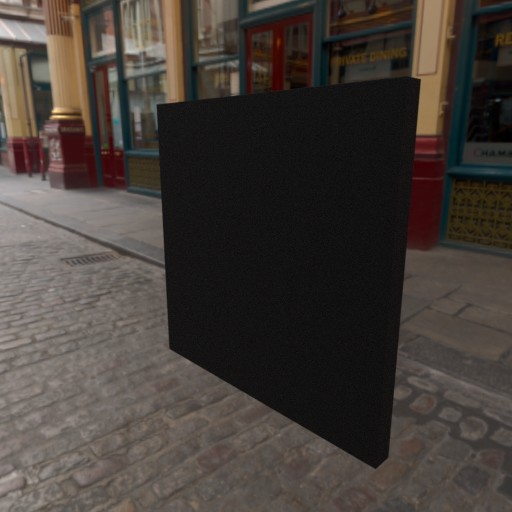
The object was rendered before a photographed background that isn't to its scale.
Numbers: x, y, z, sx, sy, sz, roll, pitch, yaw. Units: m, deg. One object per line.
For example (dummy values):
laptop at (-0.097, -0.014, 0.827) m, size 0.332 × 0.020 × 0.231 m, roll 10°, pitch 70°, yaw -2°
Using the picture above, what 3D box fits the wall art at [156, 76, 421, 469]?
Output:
wall art at (0.000, 0.000, 0.667) m, size 0.030 × 0.458 × 0.462 m, roll -13°, pitch 19°, yaw -42°
